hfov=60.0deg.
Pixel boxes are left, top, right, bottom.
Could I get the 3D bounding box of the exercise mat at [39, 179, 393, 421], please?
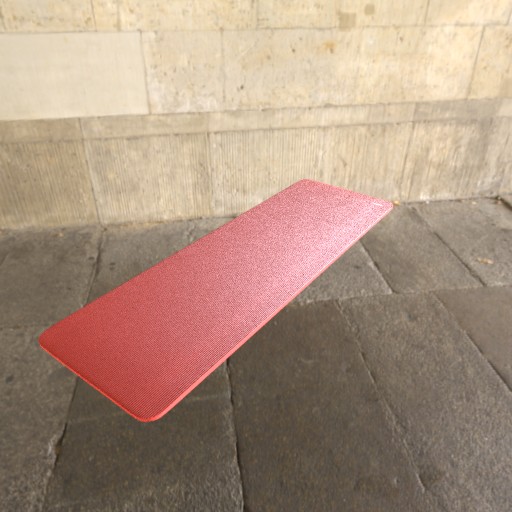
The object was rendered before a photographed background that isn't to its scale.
[{"bbox_3d":[0.000,0.000,2.075,0.616,0.021,1.869,22,39,31],"label":"exercise mat"}]
